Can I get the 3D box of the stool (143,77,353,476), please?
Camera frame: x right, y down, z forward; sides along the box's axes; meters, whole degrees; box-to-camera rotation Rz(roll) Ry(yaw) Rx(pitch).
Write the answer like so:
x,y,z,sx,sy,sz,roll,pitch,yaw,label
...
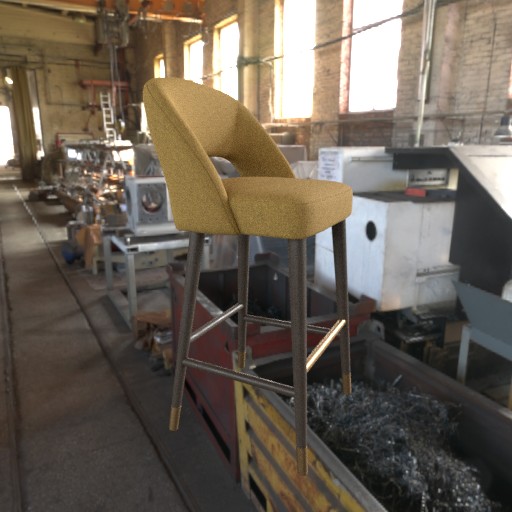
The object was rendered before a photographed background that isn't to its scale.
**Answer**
x,y,z,sx,sy,sz,roll,pitch,yaw,label
0.000,0.000,1.344,0.522,1.032,0.536,7,16,26,stool
